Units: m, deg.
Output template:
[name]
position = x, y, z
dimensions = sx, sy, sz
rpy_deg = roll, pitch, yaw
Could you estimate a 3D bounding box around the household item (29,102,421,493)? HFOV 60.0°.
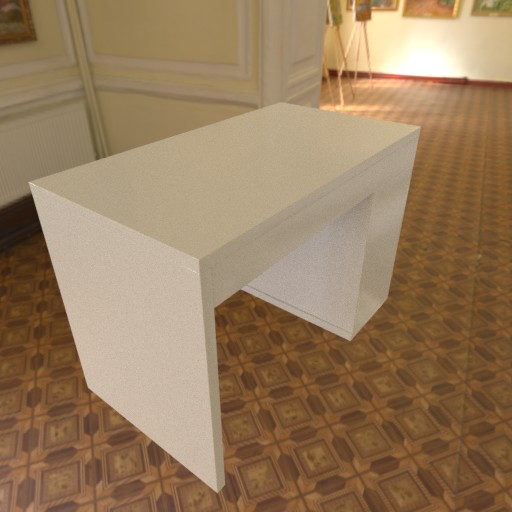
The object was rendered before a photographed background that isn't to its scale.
[household item]
position = 0.000, 0.000, 1.527
dimensions = 0.597, 0.749, 1.100
rpy_deg = 22, 38, 32
